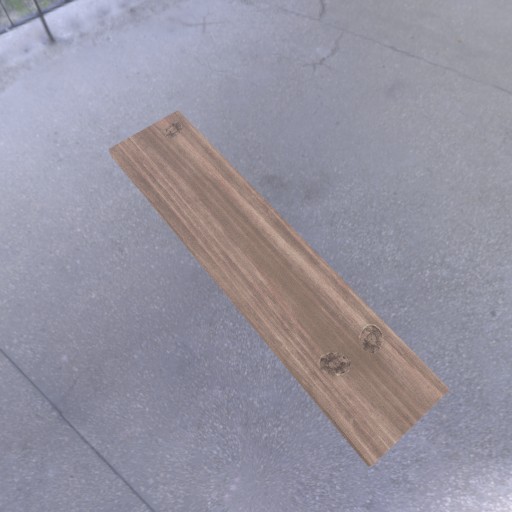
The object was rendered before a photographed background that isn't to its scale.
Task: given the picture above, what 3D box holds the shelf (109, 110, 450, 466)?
[{"bbox_3d":[0.000,0.000,0.656,0.140,0.020,0.610,-36,68,-16],"label":"shelf"}]
